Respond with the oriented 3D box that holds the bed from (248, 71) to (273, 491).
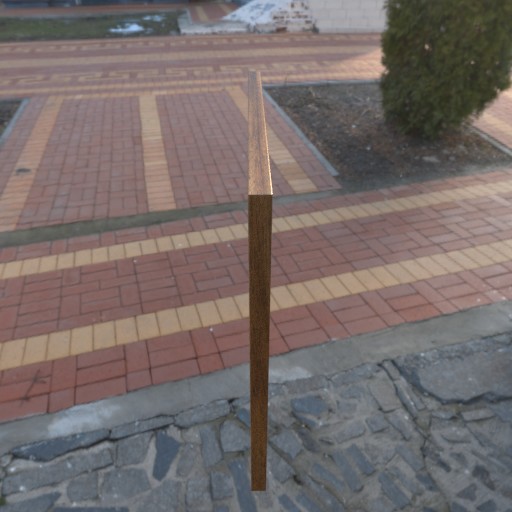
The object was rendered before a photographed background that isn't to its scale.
[{"bbox_3d":[0.000,0.000,1.454,0.043,0.940,1.041,0,33,-1],"label":"bed"}]
